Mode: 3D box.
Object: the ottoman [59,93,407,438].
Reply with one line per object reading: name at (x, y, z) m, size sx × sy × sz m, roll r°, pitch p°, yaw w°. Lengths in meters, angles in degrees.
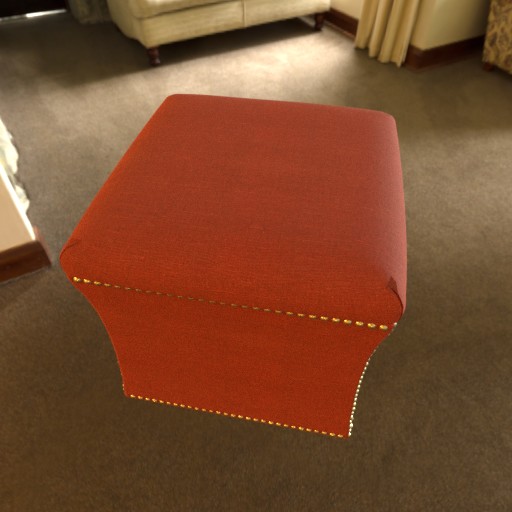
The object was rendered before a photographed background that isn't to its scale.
ottoman at (0.000, 0.000, 0.893) m, size 0.497 × 0.475 × 0.507 m, roll 8°, pitch 47°, yaw 8°
